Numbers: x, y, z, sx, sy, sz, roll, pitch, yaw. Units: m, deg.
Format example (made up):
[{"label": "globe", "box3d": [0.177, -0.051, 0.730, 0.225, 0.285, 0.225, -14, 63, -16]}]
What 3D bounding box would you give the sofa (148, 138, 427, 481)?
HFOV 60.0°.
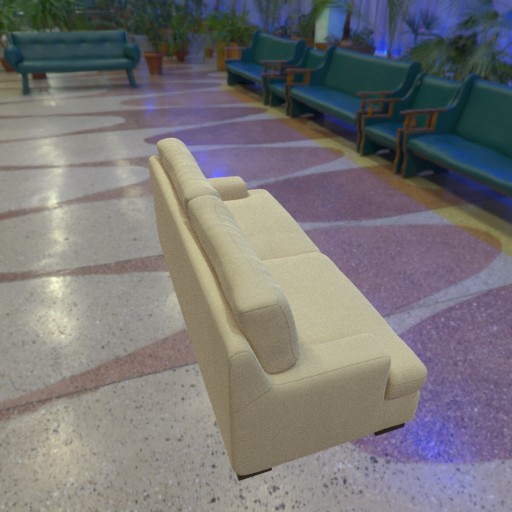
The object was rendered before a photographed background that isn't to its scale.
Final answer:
[{"label": "sofa", "box3d": [0.000, 0.000, 2.640, 0.929, 0.925, 2.147, -10, 33, -16]}]
